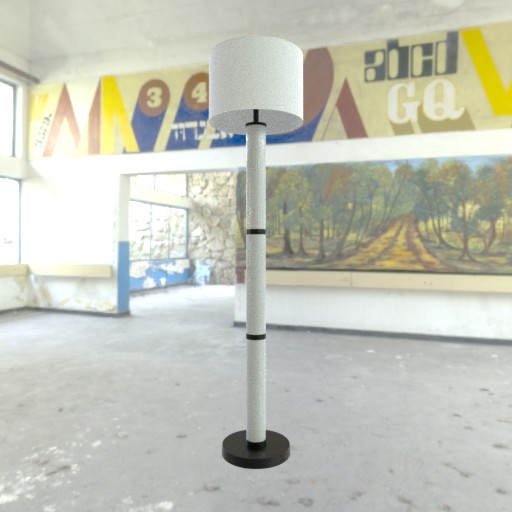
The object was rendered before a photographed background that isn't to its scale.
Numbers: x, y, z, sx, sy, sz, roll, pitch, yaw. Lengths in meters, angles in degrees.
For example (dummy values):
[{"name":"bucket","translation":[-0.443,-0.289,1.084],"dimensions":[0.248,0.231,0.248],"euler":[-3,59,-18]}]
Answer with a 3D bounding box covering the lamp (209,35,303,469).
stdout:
[{"name":"lamp","translation":[0.000,0.000,1.791],"dimensions":[0.377,1.599,0.377],"euler":[0,1,19]}]
